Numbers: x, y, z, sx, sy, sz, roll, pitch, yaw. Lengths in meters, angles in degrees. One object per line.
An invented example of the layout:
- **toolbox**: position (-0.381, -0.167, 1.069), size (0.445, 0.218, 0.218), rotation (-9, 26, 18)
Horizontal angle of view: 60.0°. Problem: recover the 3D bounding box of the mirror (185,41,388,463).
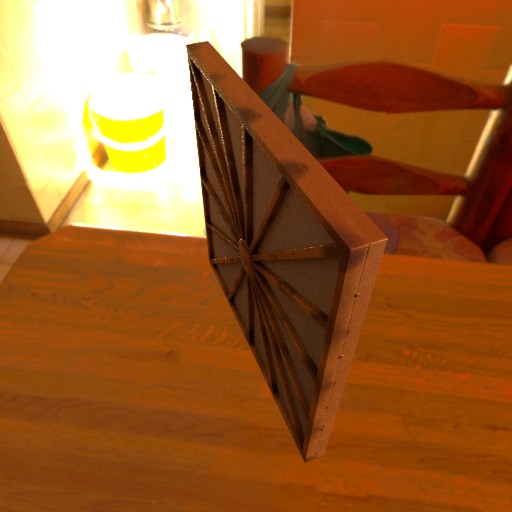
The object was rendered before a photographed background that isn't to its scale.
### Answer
- **mirror**: position (0.000, 0.000, 0.734), size (0.042, 0.507, 0.509), rotation (-17, 48, -16)
